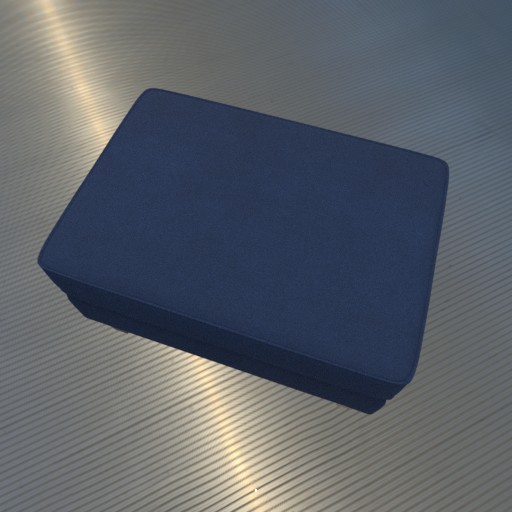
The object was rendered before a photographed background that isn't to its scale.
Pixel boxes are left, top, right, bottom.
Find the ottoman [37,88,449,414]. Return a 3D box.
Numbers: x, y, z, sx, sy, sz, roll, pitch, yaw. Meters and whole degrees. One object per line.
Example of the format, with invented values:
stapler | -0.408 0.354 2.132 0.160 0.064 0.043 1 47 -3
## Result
ottoman | 0.000 0.000 1.397 0.965 0.584 0.686 17 63 9
